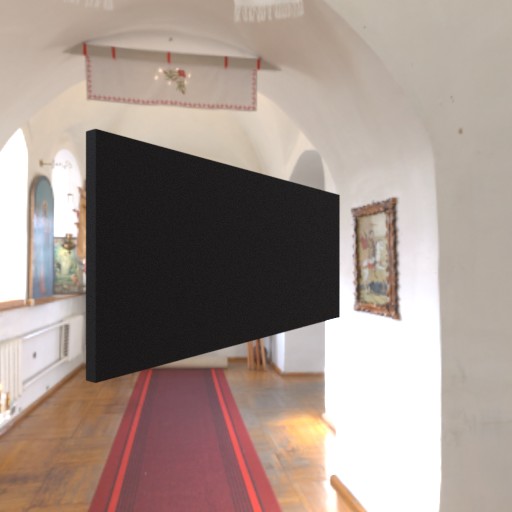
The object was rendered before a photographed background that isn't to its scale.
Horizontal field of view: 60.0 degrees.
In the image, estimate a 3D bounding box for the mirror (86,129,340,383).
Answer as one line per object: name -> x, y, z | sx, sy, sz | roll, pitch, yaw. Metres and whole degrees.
mirror -> 0.000, 0.000, 1.864 | 0.047, 0.692, 1.584 | 0, 0, 35
